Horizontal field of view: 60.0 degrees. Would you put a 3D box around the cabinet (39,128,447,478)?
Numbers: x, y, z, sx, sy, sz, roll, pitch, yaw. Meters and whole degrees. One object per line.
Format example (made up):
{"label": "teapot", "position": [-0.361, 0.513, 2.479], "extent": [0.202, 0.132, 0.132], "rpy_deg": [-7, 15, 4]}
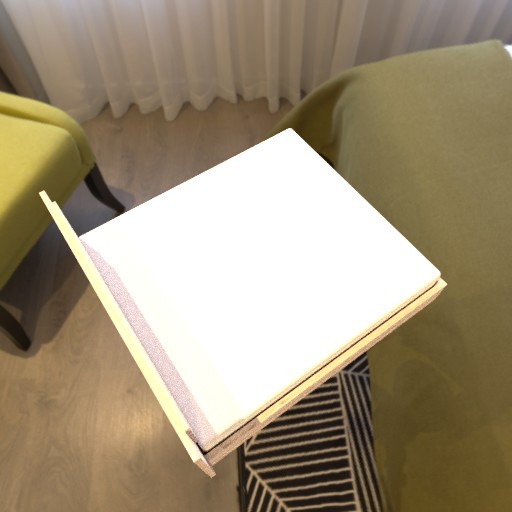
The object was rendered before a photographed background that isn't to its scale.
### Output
{"label": "cabinet", "position": [0.000, 0.000, 3.184], "extent": [2.080, 0.970, 1.950], "rpy_deg": [-31, 64, -17]}
